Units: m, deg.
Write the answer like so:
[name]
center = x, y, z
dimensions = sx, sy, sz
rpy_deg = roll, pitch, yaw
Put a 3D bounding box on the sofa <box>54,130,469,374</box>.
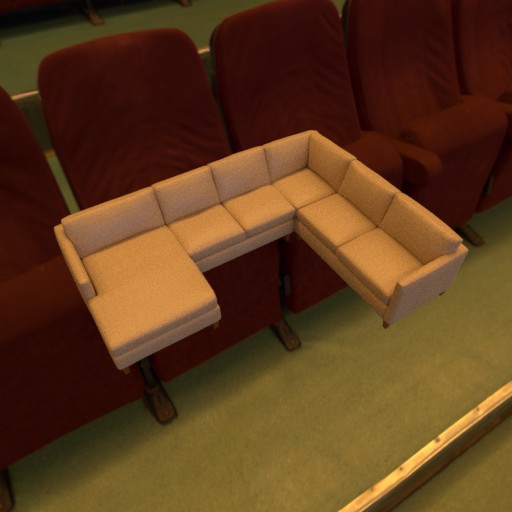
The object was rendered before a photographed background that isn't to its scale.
[sofa]
center = 0.000, 0.000, 4.705
dimensions = 3.460, 0.961, 2.594
rpy_deg = -25, 51, -21
